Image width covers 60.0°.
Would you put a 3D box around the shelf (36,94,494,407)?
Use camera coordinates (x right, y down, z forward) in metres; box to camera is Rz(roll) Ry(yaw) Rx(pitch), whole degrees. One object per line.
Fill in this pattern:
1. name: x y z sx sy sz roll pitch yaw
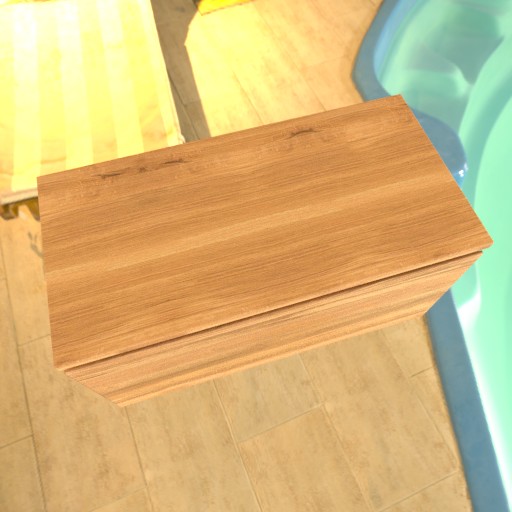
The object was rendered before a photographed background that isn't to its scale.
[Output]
1. shelf: 0.000 0.000 1.030 0.800 0.400 0.400 -15 64 -8
